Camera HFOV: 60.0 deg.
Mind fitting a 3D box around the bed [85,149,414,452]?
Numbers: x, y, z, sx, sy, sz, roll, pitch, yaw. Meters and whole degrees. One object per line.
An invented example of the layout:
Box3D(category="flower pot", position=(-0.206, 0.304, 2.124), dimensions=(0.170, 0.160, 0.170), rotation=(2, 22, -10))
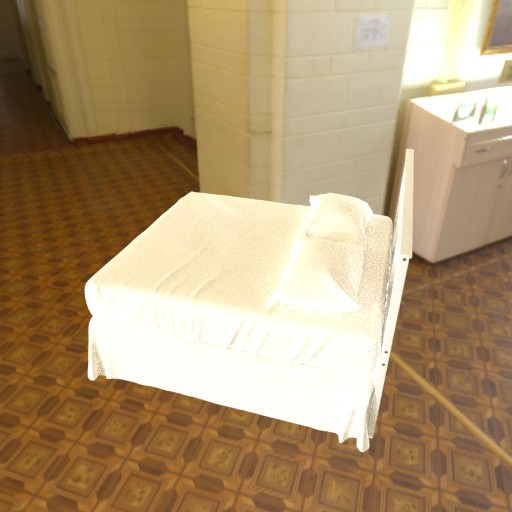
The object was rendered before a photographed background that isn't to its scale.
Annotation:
Box3D(category="bed", position=(0.000, 0.000, 3.210), dimensions=(2.047, 1.269, 1.876), rotation=(9, 32, 15))
